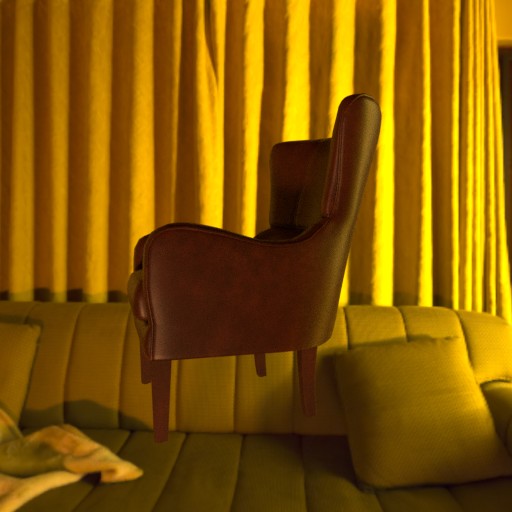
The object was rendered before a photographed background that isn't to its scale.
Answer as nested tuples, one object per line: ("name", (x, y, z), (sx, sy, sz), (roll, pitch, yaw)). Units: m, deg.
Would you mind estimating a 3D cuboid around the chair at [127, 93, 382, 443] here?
("chair", (0.000, 0.000, 1.653), (0.914, 1.048, 0.692), (0, 0, -18))
